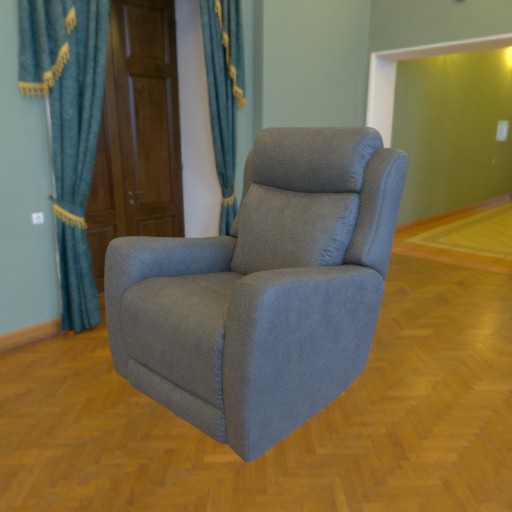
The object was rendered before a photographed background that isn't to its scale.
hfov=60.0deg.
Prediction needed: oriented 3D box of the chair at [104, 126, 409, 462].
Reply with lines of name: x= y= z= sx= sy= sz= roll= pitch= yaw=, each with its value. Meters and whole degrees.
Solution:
chair: x=0.000 y=0.000 z=1.984 sx=0.967 sy=1.116 sz=1.068 roll=14 pitch=21 yaw=41
